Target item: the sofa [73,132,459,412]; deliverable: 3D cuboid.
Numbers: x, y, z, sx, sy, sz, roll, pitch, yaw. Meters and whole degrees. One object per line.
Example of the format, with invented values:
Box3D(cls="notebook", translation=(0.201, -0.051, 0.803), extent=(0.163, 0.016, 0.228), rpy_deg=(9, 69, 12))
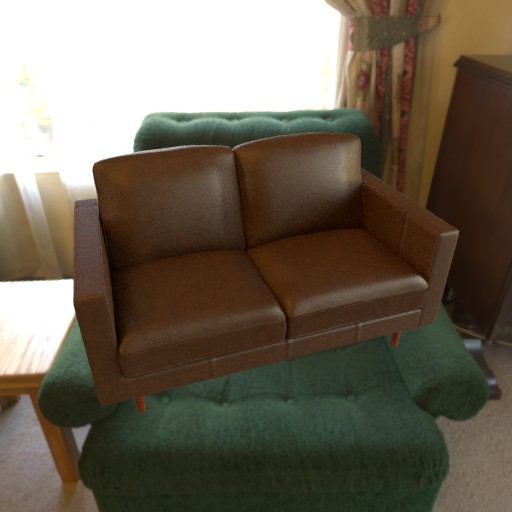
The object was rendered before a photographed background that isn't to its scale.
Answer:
Box3D(cls="sofa", translation=(0.000, 0.000, 2.133), extent=(1.578, 0.951, 0.909), rpy_deg=(-10, 33, -16))
